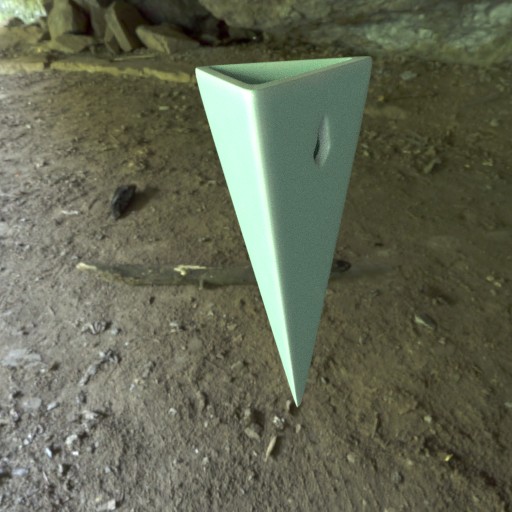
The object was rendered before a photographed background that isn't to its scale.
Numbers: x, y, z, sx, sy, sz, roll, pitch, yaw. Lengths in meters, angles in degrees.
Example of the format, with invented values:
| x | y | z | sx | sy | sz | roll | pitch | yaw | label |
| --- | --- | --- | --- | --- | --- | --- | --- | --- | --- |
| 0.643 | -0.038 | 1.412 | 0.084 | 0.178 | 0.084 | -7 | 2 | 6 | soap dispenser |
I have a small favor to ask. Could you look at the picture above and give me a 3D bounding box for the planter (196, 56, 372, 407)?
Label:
| x | y | z | sx | sy | sz | roll | pitch | yaw | label |
| --- | --- | --- | --- | --- | --- | --- | --- | --- | --- |
| 0.000 | 0.000 | 0.219 | 0.064 | 0.178 | 0.080 | 22 | 39 | 31 | planter |
